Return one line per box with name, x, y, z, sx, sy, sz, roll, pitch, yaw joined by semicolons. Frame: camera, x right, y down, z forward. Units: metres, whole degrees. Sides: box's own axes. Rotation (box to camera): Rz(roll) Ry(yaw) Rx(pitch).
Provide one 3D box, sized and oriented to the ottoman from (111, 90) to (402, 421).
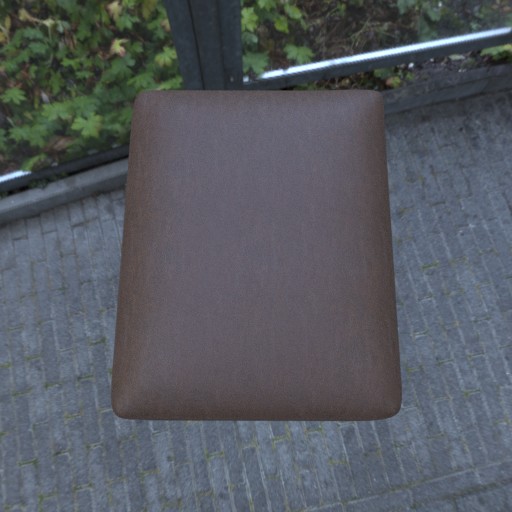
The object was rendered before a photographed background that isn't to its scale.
ottoman;0.000;0.000;1.167;0.635;0.508;0.787;0;76;0
